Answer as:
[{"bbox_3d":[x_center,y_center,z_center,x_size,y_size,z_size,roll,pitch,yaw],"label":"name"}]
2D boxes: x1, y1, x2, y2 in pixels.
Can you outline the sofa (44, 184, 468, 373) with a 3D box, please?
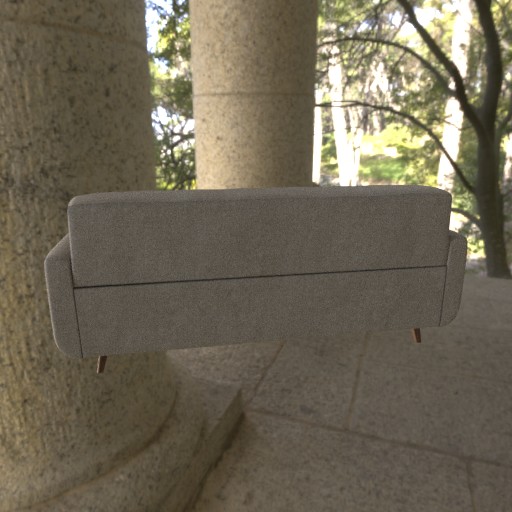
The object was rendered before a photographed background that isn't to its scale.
[{"bbox_3d":[0.000,0.000,2.586,2.055,0.873,0.968,-3,17,-10],"label":"sofa"}]
